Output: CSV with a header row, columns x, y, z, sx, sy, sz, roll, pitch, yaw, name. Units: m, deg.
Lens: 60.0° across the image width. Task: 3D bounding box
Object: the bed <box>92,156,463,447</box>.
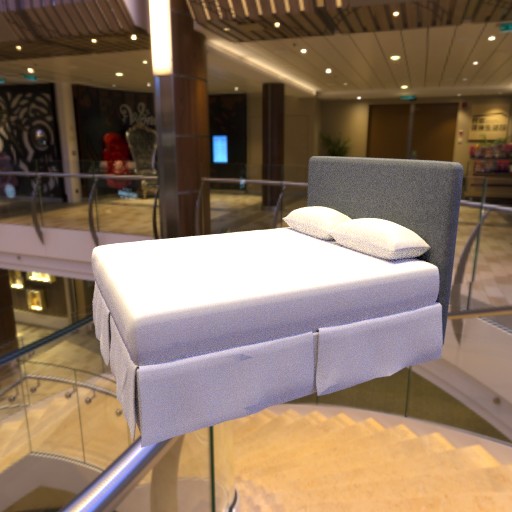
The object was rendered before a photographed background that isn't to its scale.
x,y,z,sx,sy,sz,roll,pitch,yaw,name
0.000,0.000,3.140,2.142,1.330,1.723,-7,16,-25,bed
